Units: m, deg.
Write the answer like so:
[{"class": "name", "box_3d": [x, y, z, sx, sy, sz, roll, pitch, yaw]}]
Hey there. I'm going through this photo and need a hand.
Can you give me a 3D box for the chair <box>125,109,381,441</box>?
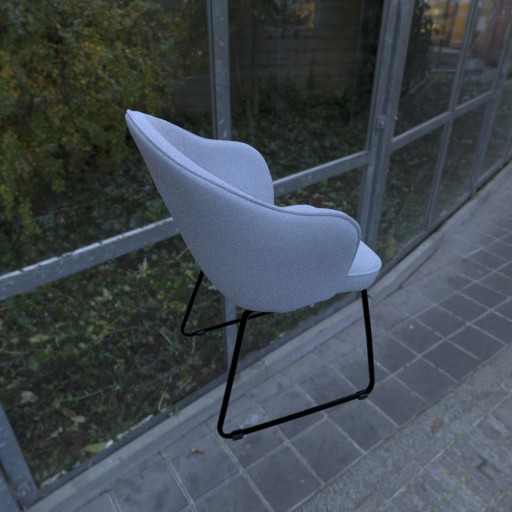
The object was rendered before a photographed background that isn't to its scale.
[{"class": "chair", "box_3d": [0.000, 0.000, 1.235, 0.592, 0.817, 0.570, -12, 32, -19]}]
